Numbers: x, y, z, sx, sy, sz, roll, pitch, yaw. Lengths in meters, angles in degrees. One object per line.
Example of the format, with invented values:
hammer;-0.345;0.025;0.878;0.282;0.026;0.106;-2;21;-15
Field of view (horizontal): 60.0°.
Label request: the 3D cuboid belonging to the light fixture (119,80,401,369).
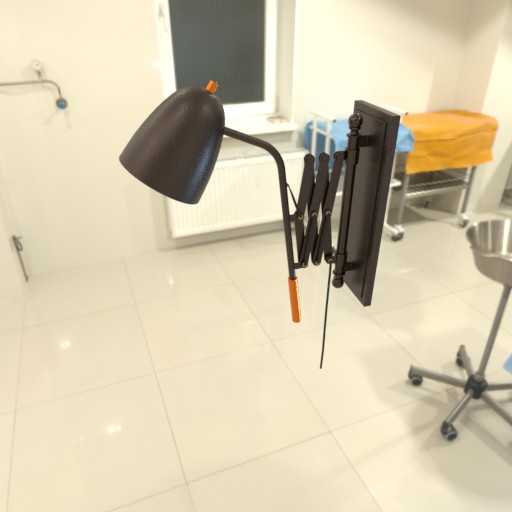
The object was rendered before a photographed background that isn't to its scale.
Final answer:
light fixture;0.000;0.000;0.952;0.499;0.715;0.162;-8;31;-13
